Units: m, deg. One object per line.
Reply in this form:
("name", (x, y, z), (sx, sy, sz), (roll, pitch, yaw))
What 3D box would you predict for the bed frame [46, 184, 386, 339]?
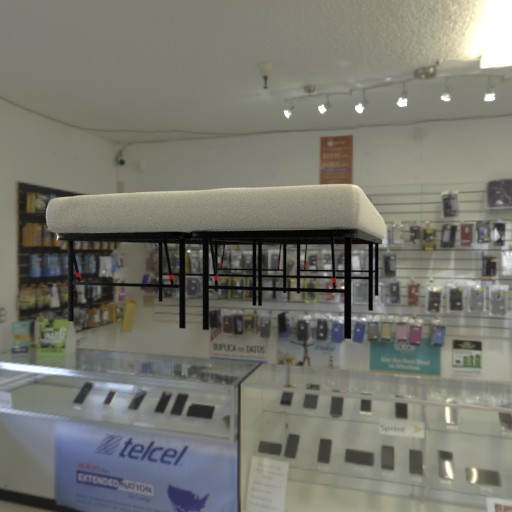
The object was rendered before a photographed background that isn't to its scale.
("bed frame", (0.000, 0.000, 2.964), (1.584, 0.667, 2.151), (0, 1, 19))
